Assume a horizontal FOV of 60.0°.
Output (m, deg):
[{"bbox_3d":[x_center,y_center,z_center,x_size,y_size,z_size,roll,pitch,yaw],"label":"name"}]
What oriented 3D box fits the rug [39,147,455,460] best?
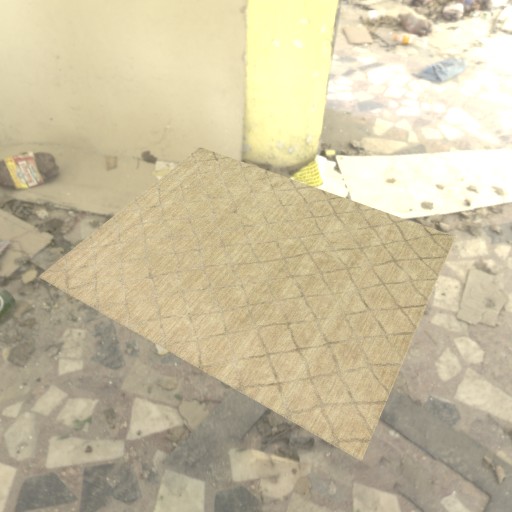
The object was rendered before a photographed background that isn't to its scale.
[{"bbox_3d":[0.000,0.000,4.107,3.038,0.019,2.420,23,51,21],"label":"rug"}]
